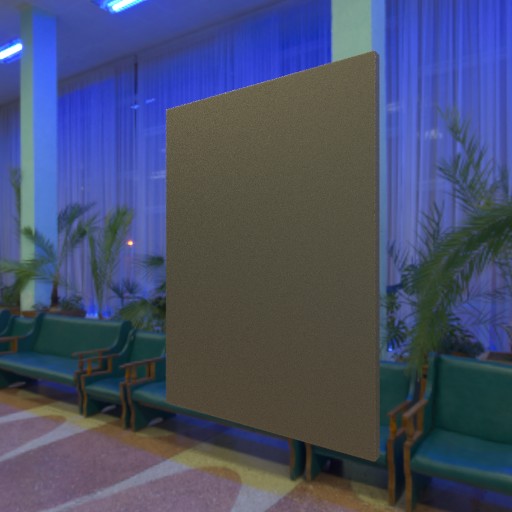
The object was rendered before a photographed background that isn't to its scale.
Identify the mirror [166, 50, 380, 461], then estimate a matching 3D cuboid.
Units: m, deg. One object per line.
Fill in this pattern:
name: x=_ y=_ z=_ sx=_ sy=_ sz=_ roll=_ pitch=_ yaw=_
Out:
mirror: x=0.000 y=0.000 z=1.337 sx=0.756 sy=1.023 sz=0.032 roll=0 pitch=0 yaw=36
